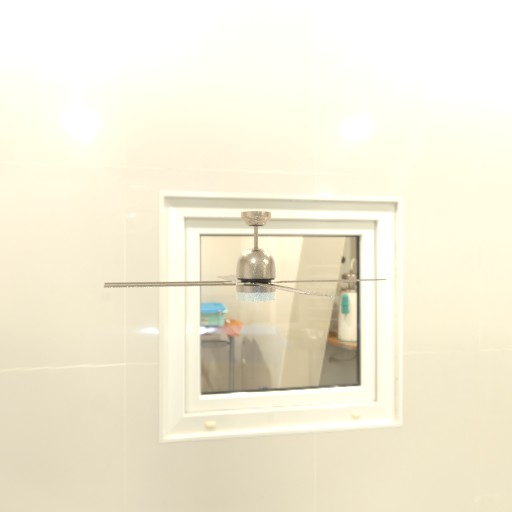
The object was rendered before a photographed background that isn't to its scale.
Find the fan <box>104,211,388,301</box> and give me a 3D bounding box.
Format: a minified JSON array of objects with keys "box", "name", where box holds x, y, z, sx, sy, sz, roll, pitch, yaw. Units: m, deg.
[{"box":[0.000,0.000,2.073,1.346,0.406,1.346,0,0,-18],"name":"fan"}]
